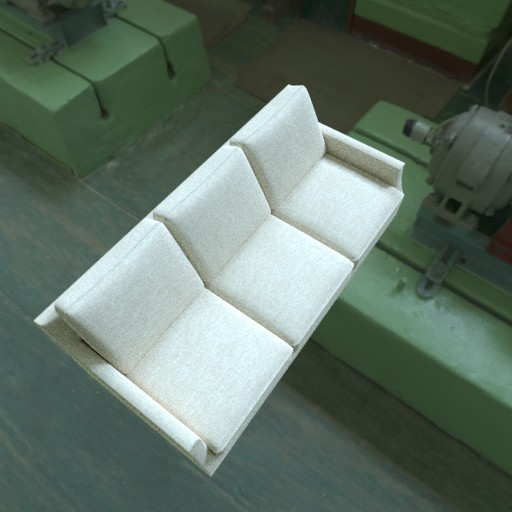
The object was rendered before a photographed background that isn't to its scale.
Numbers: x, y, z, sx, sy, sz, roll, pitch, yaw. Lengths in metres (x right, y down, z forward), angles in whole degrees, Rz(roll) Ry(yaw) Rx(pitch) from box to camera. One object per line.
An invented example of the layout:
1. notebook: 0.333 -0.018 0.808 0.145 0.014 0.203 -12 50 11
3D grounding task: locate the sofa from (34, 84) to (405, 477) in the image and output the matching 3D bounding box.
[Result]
1. sofa: 0.000 0.000 2.720 1.041 0.940 2.210 32 63 18
